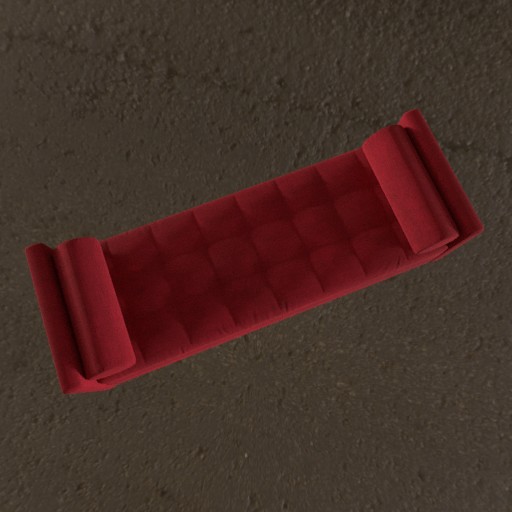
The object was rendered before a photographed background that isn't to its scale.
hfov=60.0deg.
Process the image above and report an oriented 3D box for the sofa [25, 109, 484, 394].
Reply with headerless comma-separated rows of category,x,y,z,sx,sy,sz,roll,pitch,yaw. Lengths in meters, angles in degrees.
sofa,0.000,0.000,2.288,1.981,0.635,0.686,-21,76,-5
